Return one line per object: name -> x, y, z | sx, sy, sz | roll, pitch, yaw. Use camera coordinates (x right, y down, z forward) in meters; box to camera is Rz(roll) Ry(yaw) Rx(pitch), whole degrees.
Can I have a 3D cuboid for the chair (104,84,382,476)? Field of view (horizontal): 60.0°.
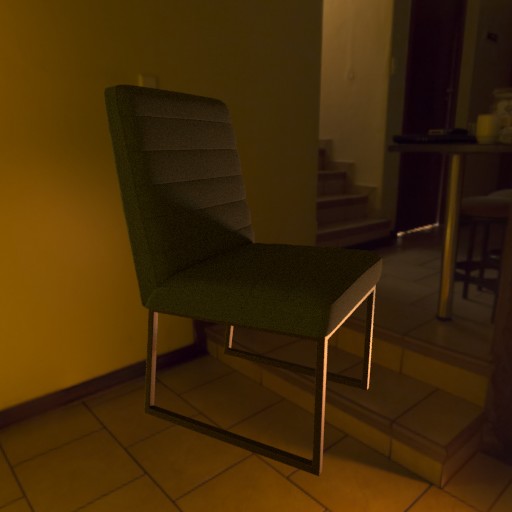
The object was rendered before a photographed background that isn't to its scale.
chair -> 0.000, 0.000, 1.296 | 0.634, 0.930, 0.520 | 7, 16, 27
